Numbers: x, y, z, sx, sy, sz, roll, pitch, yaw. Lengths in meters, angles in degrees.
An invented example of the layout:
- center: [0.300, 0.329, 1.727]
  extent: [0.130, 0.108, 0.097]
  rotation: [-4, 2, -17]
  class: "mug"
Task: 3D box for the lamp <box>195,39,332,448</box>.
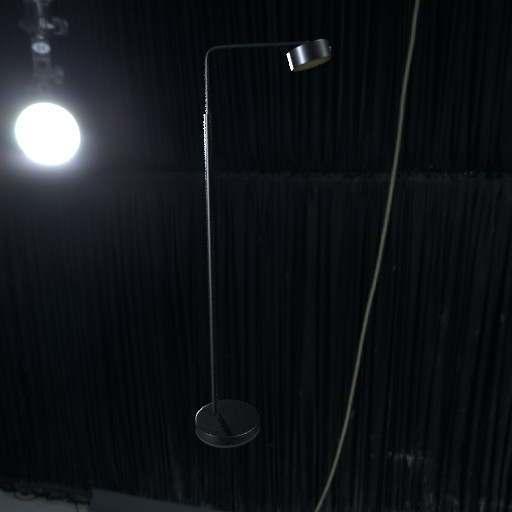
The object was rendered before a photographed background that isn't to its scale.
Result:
- center: [0.000, 0.000, 1.374]
  extent: [0.418, 1.230, 0.219]
  rotation: [2, 14, 10]
  class: "lamp"
